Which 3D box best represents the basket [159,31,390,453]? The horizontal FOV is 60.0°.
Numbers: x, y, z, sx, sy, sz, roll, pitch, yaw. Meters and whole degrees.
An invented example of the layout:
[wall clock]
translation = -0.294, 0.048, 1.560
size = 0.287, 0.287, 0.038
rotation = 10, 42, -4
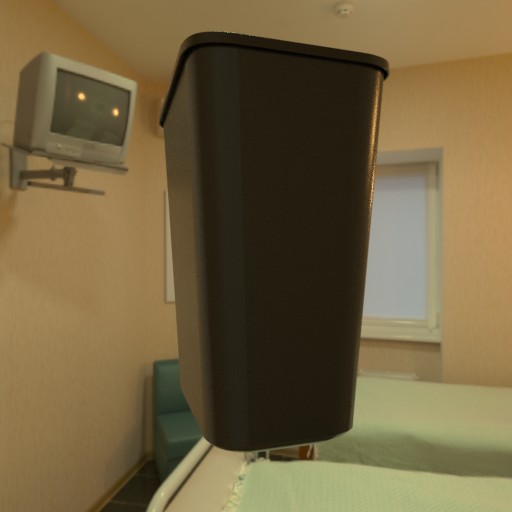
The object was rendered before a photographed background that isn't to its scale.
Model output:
[basket]
translation = 0.000, 0.000, 0.728
size = 0.287, 0.521, 0.394
rotation = 0, 0, -17
